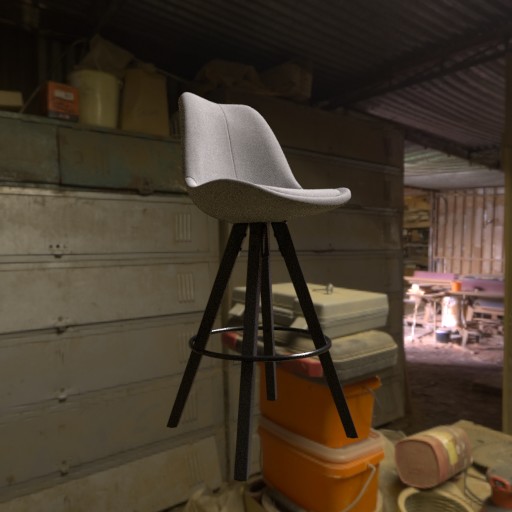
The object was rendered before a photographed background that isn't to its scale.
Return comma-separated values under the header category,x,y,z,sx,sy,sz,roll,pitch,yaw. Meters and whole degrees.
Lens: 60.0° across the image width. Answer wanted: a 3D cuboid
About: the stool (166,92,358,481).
category,x,y,z,sx,sy,sz,roll,pitch,yaw
stool,0.000,0.000,1.419,0.485,1.115,0.550,-1,2,-36
